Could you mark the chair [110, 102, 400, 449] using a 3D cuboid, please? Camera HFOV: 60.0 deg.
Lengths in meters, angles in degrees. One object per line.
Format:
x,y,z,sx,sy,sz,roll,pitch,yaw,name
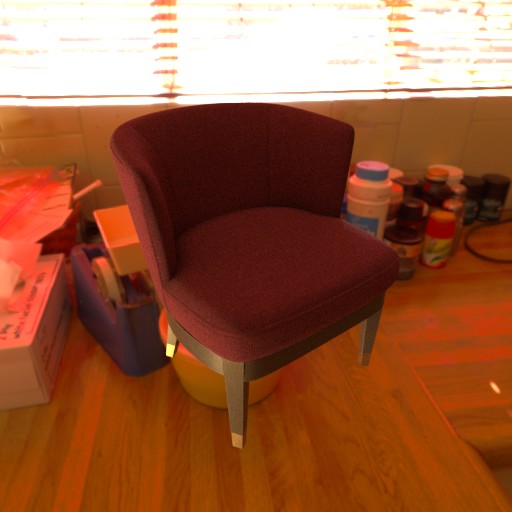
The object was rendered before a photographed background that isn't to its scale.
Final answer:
0.000,0.000,1.299,0.700,0.760,0.660,-21,35,-33,chair
